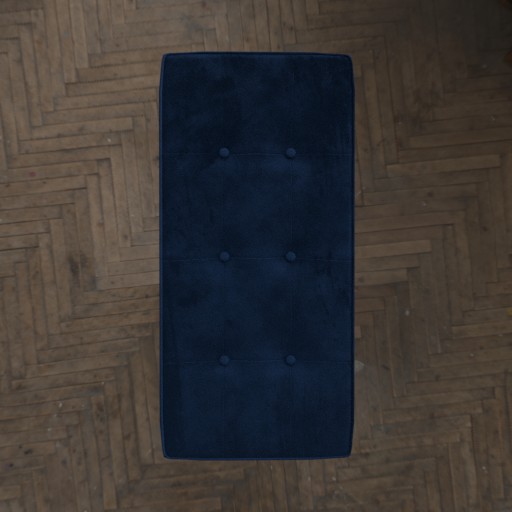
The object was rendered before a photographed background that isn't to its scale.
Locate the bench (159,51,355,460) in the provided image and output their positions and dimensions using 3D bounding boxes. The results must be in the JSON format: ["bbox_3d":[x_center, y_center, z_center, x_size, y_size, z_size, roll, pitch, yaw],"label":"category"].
[{"bbox_3d":[0.000,0.000,1.300,0.489,0.467,1.010,0,91,-1],"label":"bench"}]
